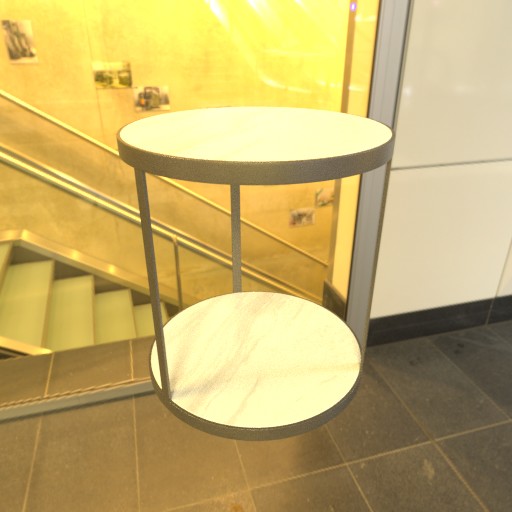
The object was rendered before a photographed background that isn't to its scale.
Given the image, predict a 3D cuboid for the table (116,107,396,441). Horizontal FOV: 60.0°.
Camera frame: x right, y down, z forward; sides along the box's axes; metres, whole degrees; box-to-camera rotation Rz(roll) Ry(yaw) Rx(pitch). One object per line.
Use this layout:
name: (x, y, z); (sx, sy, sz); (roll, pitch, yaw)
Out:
table: (0.000, 0.000, 0.840); (0.445, 0.479, 0.445); (0, 27, 0)
